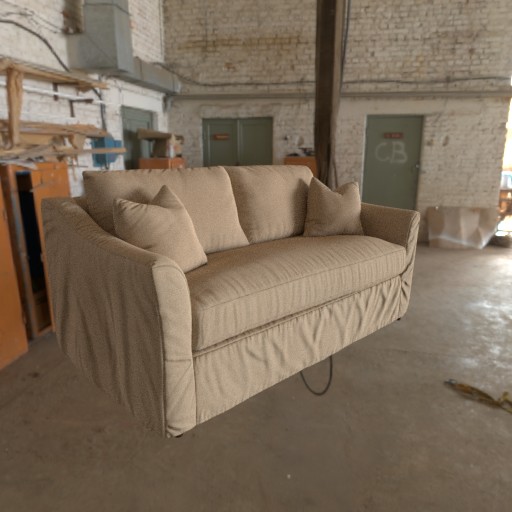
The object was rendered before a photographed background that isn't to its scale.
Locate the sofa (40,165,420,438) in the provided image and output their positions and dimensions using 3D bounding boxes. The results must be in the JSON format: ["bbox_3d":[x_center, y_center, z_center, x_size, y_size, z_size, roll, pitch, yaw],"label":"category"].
[{"bbox_3d":[0.000,0.000,2.586,2.010,1.018,1.072,-13,19,-43],"label":"sofa"}]
